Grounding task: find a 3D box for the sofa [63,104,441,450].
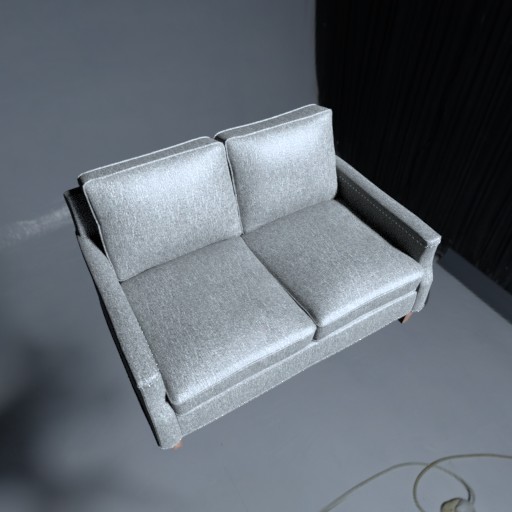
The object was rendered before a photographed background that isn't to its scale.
[{"bbox_3d":[0.000,0.000,2.288,1.597,1.003,1.084,-23,50,-20],"label":"sofa"}]
